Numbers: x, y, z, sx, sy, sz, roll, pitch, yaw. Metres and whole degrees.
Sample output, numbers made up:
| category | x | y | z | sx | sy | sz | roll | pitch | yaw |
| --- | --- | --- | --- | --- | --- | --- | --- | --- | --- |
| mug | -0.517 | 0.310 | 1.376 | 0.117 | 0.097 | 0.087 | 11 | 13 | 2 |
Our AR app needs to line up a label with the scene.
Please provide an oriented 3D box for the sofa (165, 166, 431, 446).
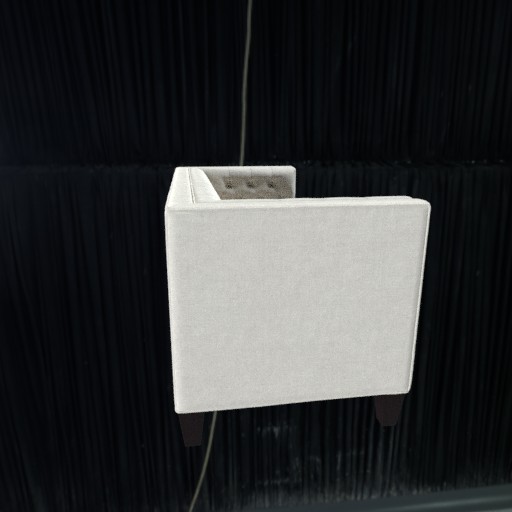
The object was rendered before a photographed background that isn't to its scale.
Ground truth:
| category | x | y | z | sx | sy | sz | roll | pitch | yaw |
| --- | --- | --- | --- | --- | --- | --- | --- | --- | --- |
| sofa | 0.000 | 0.000 | 2.175 | 0.775 | 0.762 | 1.778 | -2 | 15 | -9 |
